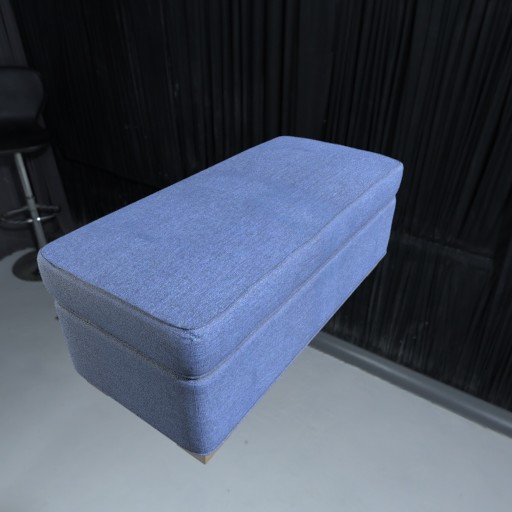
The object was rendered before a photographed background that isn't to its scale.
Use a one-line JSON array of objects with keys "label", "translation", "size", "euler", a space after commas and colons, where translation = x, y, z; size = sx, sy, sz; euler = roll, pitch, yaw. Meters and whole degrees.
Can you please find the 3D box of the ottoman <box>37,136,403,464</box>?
[{"label": "ottoman", "translation": [0.000, 0.000, 1.382], "size": [0.515, 0.460, 1.110], "euler": [21, 38, 29]}]
